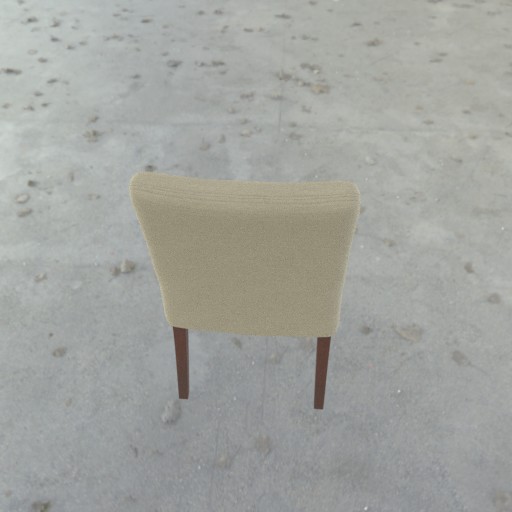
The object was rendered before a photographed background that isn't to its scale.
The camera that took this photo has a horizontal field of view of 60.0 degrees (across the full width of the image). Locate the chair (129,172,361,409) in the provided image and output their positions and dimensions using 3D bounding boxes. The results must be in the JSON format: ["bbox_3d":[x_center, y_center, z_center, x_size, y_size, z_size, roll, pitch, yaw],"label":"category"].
[{"bbox_3d":[0.000,0.000,1.298,0.515,0.940,0.638,3,46,3],"label":"chair"}]
